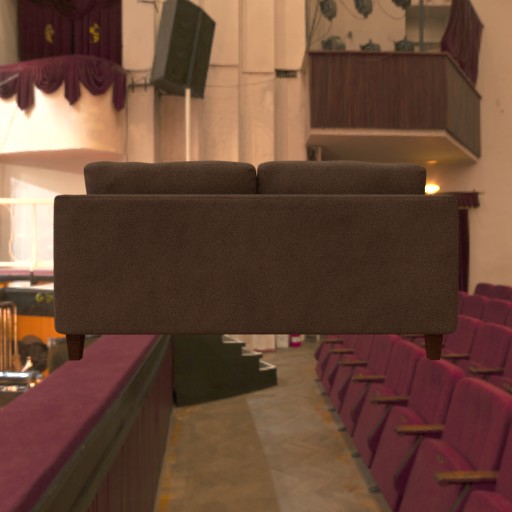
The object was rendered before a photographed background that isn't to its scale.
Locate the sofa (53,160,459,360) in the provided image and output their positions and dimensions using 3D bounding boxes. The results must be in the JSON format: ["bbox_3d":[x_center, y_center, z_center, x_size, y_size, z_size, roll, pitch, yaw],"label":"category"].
[{"bbox_3d":[0.000,0.000,2.486,1.884,0.963,0.950,0,0,0],"label":"sofa"}]
